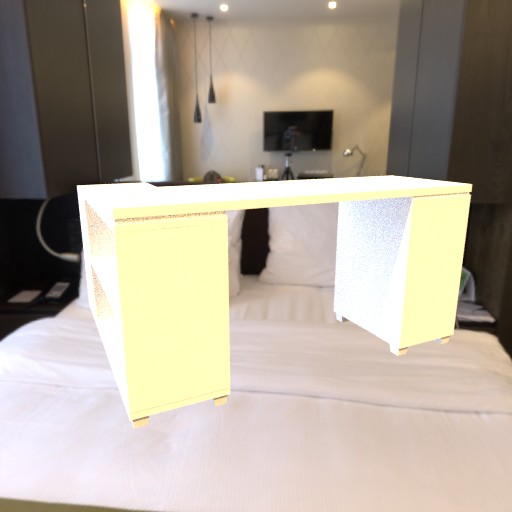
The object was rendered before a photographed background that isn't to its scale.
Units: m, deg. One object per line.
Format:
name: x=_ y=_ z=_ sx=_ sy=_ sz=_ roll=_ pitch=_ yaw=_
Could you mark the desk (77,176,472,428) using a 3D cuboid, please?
desk: x=0.000 y=0.000 z=2.239 sx=1.524 sy=0.759 sz=1.199 roll=-7 pitch=17 yaw=-25
